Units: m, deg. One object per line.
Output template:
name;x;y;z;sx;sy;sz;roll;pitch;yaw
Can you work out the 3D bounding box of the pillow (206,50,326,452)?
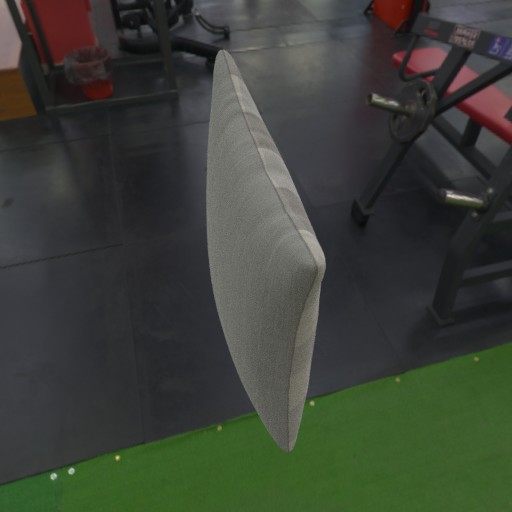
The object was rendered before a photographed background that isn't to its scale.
pillow;0.000;0.000;0.776;0.161;0.509;0.511;-10;48;-9
